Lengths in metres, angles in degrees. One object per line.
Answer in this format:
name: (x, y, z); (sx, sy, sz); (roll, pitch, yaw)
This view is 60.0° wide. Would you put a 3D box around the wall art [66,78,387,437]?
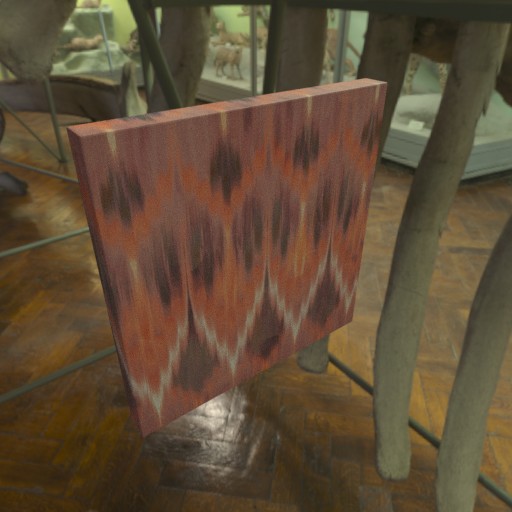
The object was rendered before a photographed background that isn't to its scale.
wall art: (0.000, 0.000, 0.600); (0.403, 0.406, 0.038); (-21, 38, -30)
